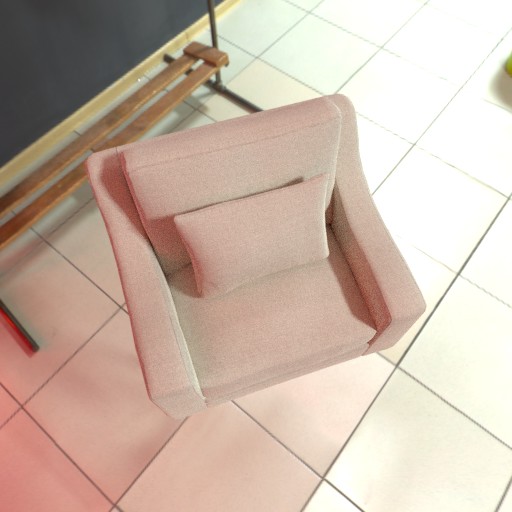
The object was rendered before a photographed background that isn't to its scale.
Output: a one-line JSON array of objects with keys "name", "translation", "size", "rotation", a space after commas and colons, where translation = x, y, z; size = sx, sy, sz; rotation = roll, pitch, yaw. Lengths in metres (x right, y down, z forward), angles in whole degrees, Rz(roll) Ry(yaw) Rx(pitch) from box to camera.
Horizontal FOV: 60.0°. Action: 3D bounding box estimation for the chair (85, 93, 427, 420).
[{"name": "chair", "translation": [0.000, 0.000, 1.986], "size": [1.178, 1.016, 1.009], "rotation": [-16, 64, -8]}]
